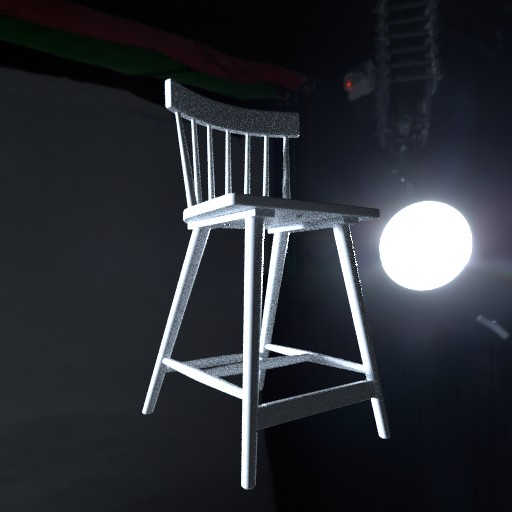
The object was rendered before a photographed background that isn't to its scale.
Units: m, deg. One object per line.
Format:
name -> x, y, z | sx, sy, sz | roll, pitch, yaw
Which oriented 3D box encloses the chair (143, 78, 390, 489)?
chair -> 0.000, 0.000, 1.256 | 0.483, 0.952, 0.572 | 1, -1, -36
